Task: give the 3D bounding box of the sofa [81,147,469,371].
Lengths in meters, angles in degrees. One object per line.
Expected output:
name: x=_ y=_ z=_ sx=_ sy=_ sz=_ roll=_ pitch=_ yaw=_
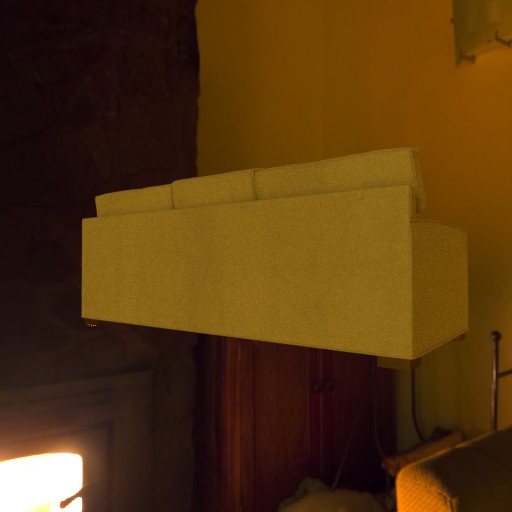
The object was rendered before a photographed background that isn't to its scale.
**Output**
sofa: x=0.000 y=0.000 z=2.568 sx=2.093 sy=0.862 sz=0.936 roll=-1 pitch=-1 yaw=37
